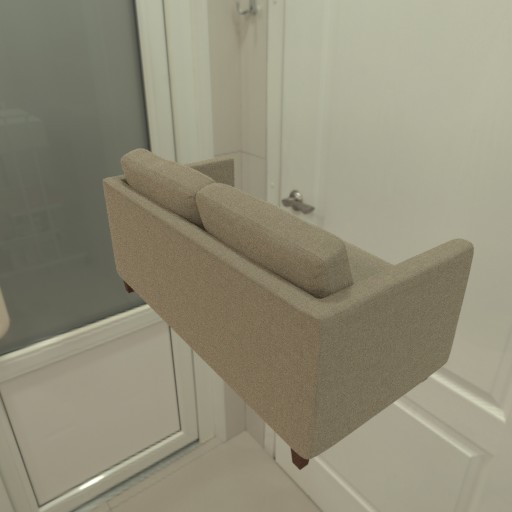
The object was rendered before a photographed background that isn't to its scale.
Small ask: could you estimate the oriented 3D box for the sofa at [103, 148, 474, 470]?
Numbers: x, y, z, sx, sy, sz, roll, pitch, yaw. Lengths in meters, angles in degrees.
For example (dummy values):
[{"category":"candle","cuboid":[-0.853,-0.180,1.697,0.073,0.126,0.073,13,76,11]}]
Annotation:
[{"category":"sofa","cuboid":[0.000,0.000,2.378,0.951,0.947,1.884,-19,32,-33]}]
